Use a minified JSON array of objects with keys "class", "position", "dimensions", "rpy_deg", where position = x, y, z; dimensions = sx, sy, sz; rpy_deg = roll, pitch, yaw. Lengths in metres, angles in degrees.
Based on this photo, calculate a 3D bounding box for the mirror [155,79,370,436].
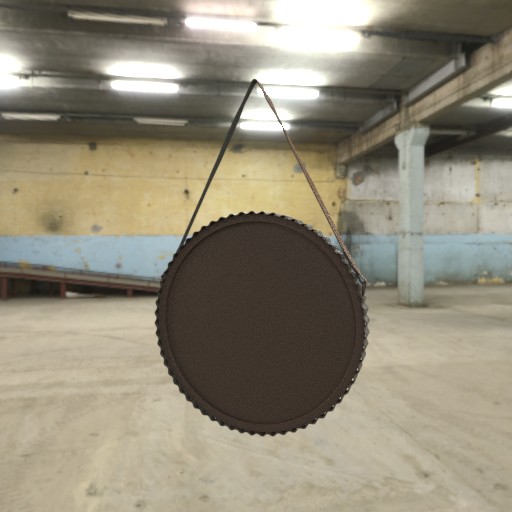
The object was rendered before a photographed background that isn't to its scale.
[{"class":"mirror","position":[0.000,0.000,0.717],"dimensions":[0.355,0.568,0.042],"rpy_deg":[0,1,20]}]
